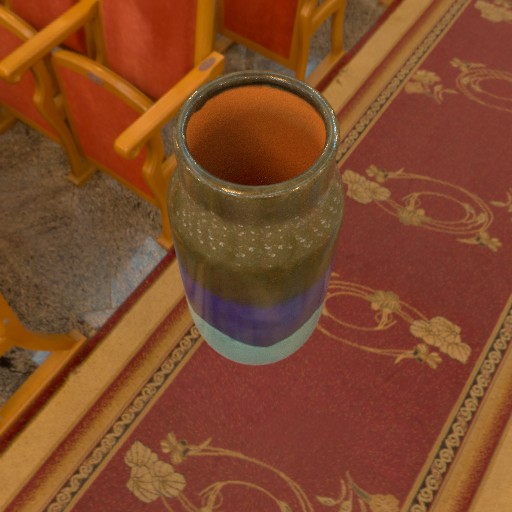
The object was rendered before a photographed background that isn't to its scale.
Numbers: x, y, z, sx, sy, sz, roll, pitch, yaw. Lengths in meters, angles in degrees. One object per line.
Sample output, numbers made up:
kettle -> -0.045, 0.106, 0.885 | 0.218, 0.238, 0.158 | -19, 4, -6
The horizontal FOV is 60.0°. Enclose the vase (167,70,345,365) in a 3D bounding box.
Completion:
vase -> 0.000, 0.000, 0.381 | 0.139, 0.313, 0.139 | 0, 63, 0
